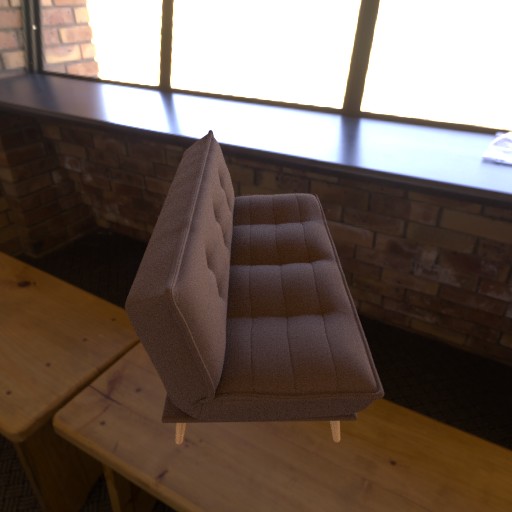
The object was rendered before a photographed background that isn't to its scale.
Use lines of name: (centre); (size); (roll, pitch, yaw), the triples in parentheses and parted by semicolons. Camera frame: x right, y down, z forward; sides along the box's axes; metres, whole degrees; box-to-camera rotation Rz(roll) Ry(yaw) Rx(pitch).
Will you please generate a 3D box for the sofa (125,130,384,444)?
sofa: (0.000, 0.000, 2.461); (0.950, 0.890, 1.940); (0, 31, -1)
